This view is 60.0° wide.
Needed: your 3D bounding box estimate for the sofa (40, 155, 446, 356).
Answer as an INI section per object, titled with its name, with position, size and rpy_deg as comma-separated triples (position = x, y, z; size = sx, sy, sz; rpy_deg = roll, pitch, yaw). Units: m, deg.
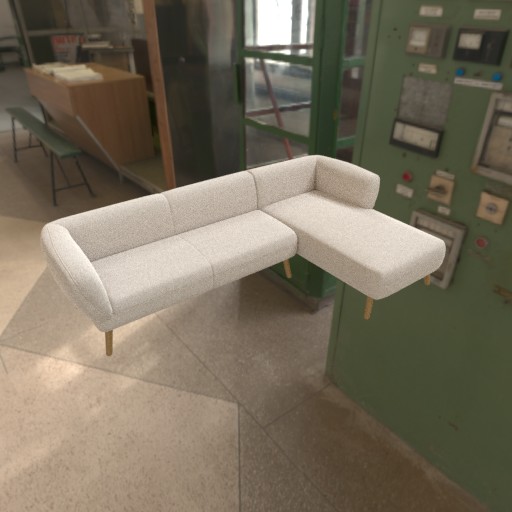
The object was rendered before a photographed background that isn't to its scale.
[sofa]
position = 0.000, 0.000, 3.280
size = 2.660, 0.730, 1.610
rpy_deg = -21, 36, -31
